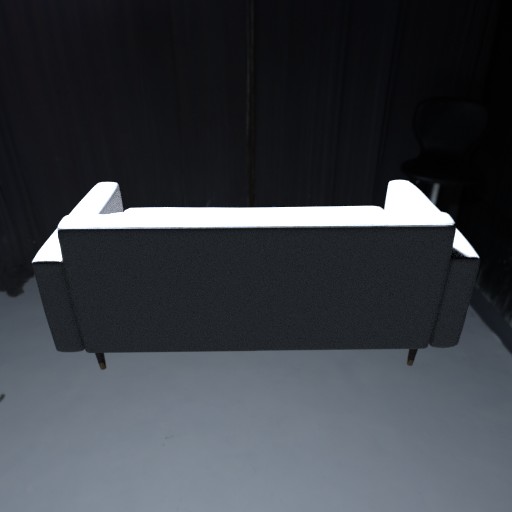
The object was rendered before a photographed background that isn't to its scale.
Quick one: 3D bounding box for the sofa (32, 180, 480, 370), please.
[{"bbox_3d":[0.000,0.000,2.353,1.895,0.814,0.969,-1,29,-1],"label":"sofa"}]
